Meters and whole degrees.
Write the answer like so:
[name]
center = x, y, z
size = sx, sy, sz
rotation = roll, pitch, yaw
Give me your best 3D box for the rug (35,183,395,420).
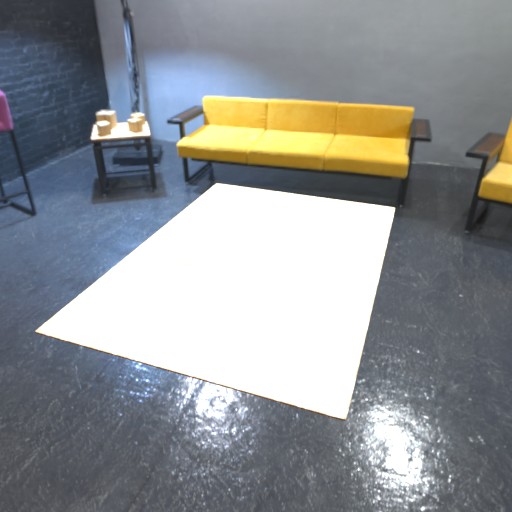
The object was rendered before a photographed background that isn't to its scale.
[rug]
center = 0.000, 0.000, 2.801
size = 1.524, 0.010, 2.134
rotation = 10, 32, 17
